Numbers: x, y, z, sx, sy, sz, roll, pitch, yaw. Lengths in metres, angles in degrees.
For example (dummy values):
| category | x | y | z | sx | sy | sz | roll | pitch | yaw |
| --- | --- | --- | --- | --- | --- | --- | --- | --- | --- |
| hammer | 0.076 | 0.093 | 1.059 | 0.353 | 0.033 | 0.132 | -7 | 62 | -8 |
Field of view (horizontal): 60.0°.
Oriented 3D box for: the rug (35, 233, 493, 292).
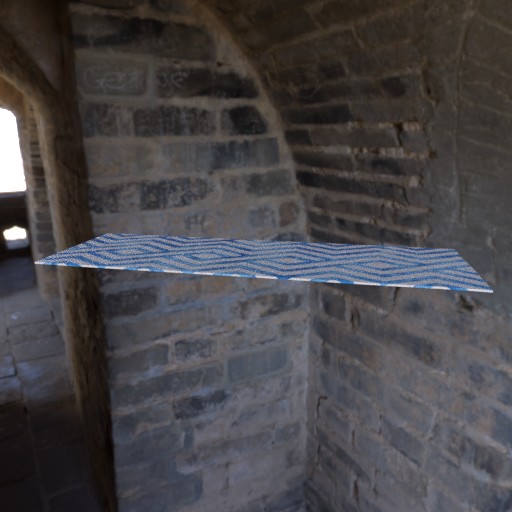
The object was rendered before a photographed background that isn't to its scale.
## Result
| category | x | y | z | sx | sy | sz | roll | pitch | yaw |
| --- | --- | --- | --- | --- | --- | --- | --- | --- | --- |
| rug | 0.000 | 0.000 | 1.650 | 1.492 | 0.007 | 0.503 | 3 | 15 | 11 |
